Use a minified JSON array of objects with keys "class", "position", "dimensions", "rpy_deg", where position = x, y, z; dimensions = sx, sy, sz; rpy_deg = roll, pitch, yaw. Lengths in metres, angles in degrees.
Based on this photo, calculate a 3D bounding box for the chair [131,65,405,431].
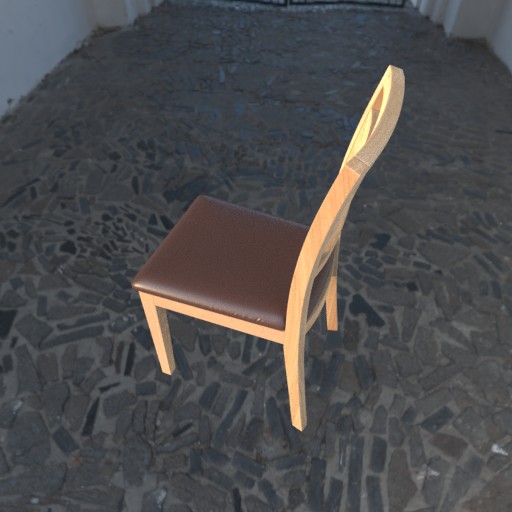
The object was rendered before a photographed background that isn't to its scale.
[{"class":"chair","position":[0.000,0.000,1.189],"dimensions":[0.545,0.940,0.420],"rpy_deg":[16,48,15]}]
